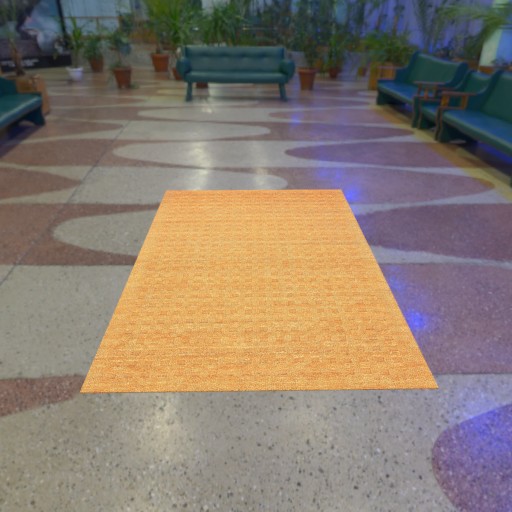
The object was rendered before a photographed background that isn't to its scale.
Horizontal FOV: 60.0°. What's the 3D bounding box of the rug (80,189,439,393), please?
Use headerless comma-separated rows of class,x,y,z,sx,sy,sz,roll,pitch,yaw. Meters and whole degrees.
rug,0.000,0.000,2.870,1.524,0.006,2.285,0,30,-1
